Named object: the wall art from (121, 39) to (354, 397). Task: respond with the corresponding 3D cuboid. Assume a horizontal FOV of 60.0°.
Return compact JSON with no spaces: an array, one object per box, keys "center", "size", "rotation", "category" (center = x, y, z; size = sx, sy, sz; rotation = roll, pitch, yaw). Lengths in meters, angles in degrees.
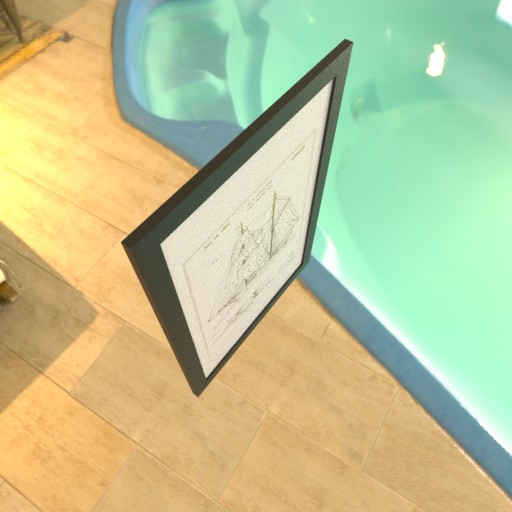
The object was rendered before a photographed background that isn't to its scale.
[{"center":[0.000,0.000,0.699],"size":[0.013,0.534,0.381],"rotation":[33,64,18],"category":"wall art"}]
